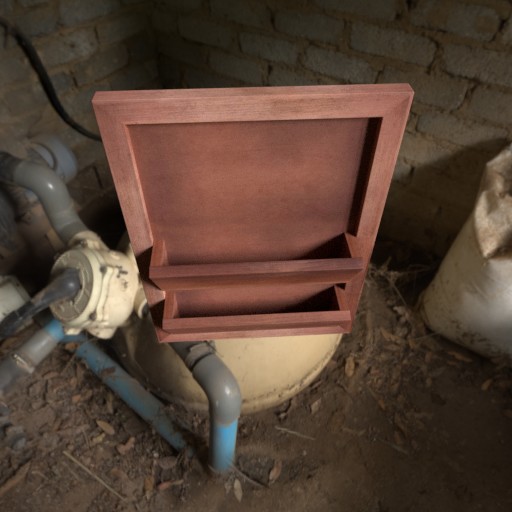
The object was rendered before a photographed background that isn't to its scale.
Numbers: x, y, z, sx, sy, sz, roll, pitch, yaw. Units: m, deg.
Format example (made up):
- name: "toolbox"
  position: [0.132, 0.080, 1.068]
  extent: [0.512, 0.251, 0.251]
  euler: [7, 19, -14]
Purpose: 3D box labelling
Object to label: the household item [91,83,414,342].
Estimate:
- name: "household item"
  position: [0.000, 0.000, 0.558]
  extent: [0.310, 0.407, 0.067]
  euler: [-2, 46, -2]
